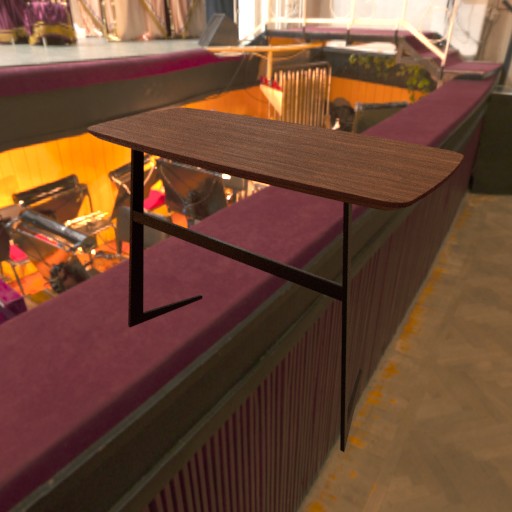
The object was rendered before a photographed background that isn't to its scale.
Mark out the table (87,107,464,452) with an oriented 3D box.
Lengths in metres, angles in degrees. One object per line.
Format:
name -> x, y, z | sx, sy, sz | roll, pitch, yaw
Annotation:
table -> 0.000, 0.000, 1.096 | 0.804, 0.576, 0.361 | 20, 35, 32
